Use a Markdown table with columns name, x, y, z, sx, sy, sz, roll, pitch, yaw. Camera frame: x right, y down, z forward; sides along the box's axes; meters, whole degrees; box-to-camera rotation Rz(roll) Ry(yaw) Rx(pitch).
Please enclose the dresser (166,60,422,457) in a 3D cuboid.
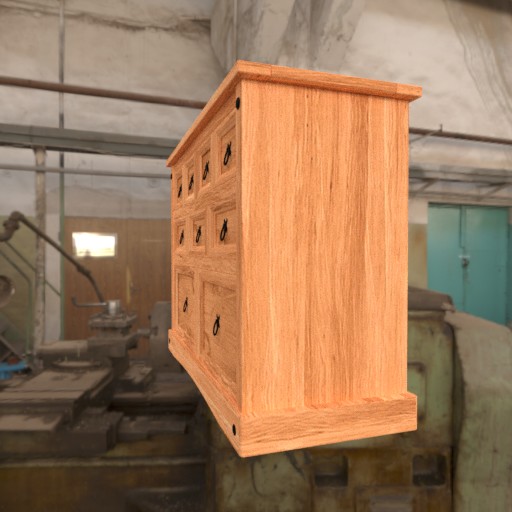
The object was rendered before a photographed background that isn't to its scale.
| name | x | y | z | sx | sy | sz | roll | pitch | yaw |
| --- | --- | --- | --- | --- | --- | --- | --- | --- | --- |
| dresser | 0.000 | 0.000 | 1.350 | 0.410 | 0.740 | 0.990 | 0 | 1 | -19 |
